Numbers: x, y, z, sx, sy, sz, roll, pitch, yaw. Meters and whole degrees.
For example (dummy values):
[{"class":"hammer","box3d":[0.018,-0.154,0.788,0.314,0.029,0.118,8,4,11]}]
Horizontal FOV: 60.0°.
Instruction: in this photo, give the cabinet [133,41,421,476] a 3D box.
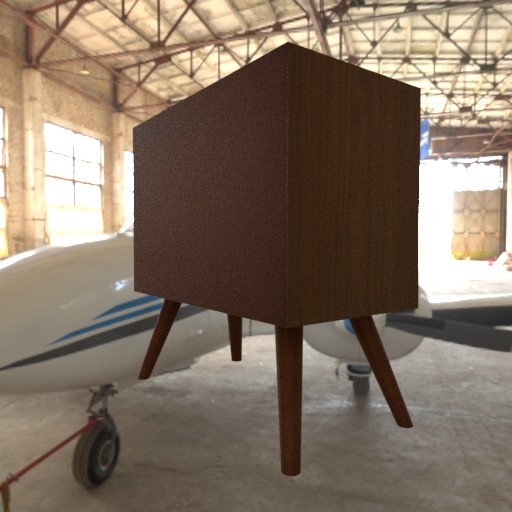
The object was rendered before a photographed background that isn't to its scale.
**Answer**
[{"class":"cabinet","box3d":[0.000,0.000,1.157,0.388,0.748,0.712,-1,2,-36]}]
